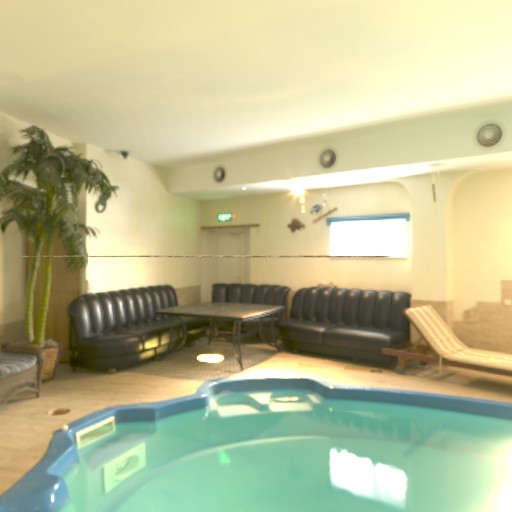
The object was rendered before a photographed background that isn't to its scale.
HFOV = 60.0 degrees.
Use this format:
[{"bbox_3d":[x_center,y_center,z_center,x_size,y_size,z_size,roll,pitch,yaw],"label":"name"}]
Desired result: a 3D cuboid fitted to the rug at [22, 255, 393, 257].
[{"bbox_3d":[0.000,0.000,4.122,2.438,0.010,3.048,0,0,18],"label":"rug"}]
